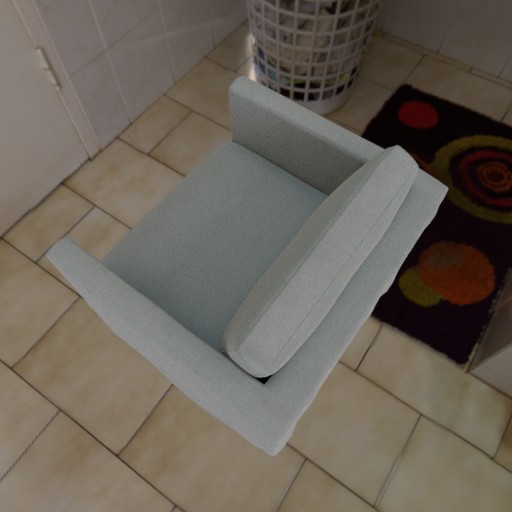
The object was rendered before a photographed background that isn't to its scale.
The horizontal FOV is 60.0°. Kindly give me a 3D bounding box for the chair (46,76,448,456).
[{"bbox_3d":[0.000,0.000,1.695,0.949,0.863,1.057,33,67,16],"label":"chair"}]
